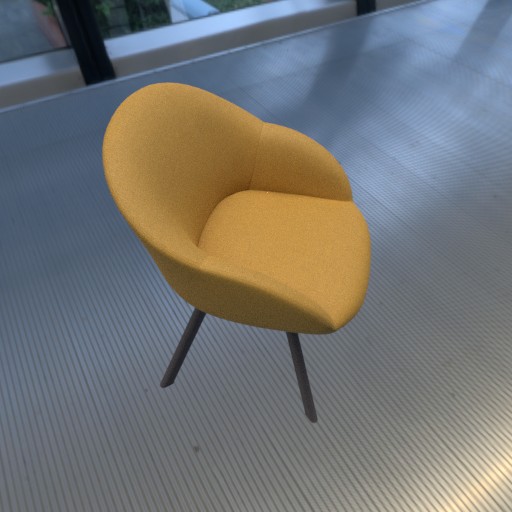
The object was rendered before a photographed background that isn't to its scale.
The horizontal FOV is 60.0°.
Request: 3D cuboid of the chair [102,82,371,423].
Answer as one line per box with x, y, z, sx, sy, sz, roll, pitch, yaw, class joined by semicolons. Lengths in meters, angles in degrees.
0.000;0.000;1.167;0.583;0.793;0.551;10;47;9;chair
